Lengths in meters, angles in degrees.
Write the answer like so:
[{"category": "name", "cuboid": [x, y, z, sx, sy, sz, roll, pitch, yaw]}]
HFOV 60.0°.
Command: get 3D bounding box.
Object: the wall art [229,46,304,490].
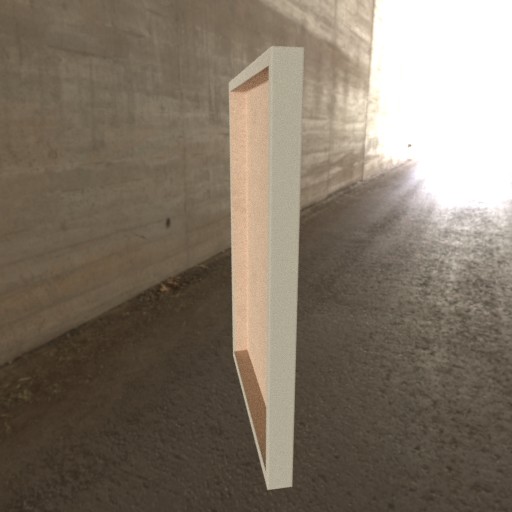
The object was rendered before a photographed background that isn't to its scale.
[{"category": "wall art", "cuboid": [0.000, 0.000, 0.781, 0.038, 0.608, 0.418, -3, 16, -10]}]
